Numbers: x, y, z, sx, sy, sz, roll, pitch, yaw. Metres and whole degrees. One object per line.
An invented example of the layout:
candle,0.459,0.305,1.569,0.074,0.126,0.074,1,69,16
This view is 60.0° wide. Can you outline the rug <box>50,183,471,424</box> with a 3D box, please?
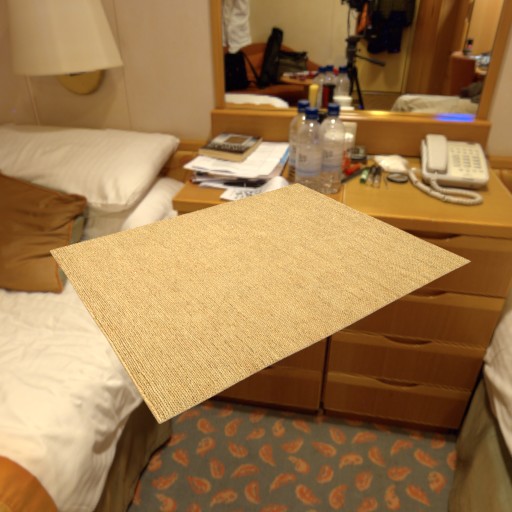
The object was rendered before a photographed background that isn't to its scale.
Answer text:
rug,0.000,0.000,4.067,3.034,0.012,2.406,-20,35,-30
